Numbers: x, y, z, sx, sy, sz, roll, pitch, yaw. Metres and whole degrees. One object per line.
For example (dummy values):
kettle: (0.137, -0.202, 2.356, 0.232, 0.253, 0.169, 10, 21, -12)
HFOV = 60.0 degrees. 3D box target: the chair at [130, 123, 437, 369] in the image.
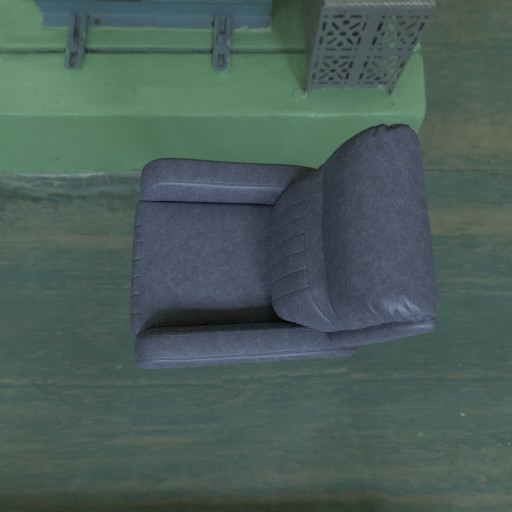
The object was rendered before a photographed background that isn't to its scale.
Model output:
chair: (0.000, 0.000, 1.788, 1.067, 1.067, 0.865, -1, 76, 0)
